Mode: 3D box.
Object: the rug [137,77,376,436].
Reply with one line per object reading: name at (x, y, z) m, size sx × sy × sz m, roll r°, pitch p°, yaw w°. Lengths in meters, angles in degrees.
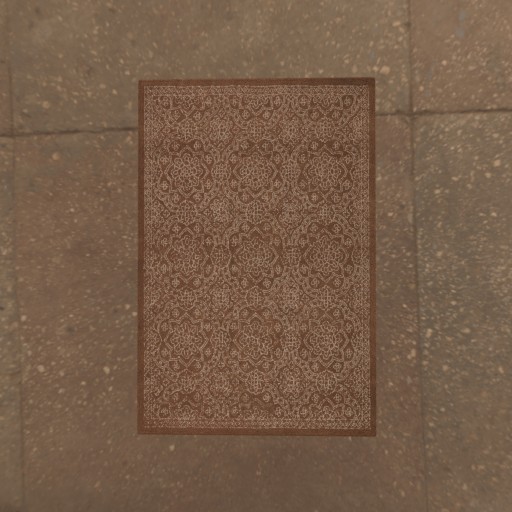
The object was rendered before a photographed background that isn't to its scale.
rug at (0.000, 0.000, 2.270) m, size 1.219 × 0.010 × 1.829 m, roll 0°, pitch 89°, yaw 1°
